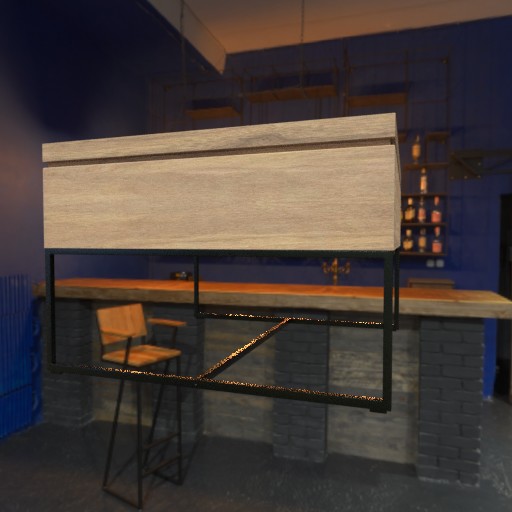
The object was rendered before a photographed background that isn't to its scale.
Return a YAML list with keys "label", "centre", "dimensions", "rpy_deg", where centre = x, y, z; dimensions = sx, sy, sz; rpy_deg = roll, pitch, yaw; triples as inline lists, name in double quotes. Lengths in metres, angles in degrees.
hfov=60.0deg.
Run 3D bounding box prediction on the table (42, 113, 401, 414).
- label: "table"
  centre: [0.000, 0.000, 1.108]
  dimensions: [0.676, 0.464, 0.679]
  rpy_deg: [1, 2, 19]
